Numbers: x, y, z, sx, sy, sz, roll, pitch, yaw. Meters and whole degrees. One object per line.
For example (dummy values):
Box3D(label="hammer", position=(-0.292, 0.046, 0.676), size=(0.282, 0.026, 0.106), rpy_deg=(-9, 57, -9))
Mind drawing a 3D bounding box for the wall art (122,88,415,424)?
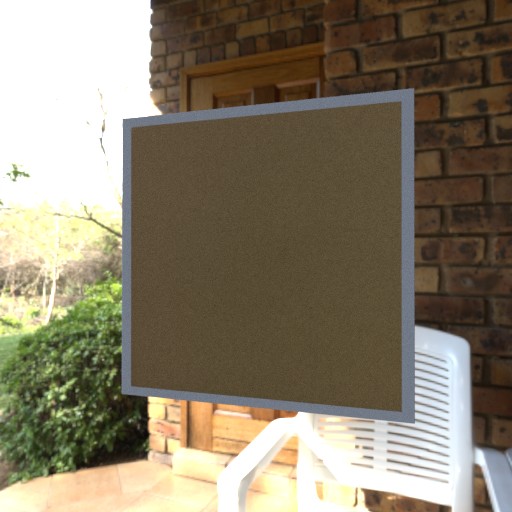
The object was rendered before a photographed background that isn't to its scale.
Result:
Box3D(label="wall art", position=(0.000, 0.000, 1.134), size=(0.763, 0.761, 0.038), rpy_deg=(0, 0, 17))
